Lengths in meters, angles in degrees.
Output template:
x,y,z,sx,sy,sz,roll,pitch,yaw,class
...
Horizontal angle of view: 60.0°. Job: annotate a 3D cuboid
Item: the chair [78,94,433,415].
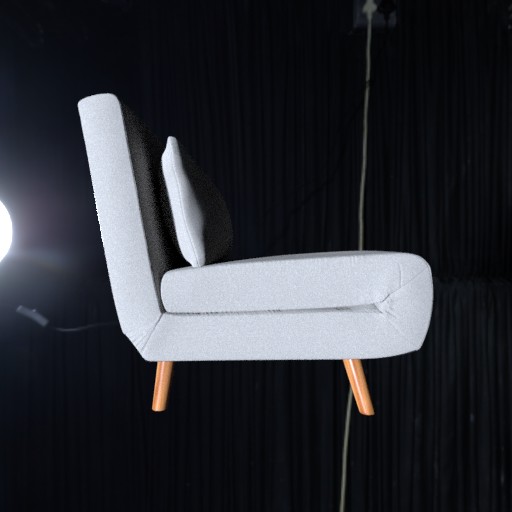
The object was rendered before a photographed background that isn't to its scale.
x,y,z,sx,sy,sz,roll,pitch,yaw,class
0.000,0.000,1.459,0.902,0.808,0.770,0,0,-1,chair
